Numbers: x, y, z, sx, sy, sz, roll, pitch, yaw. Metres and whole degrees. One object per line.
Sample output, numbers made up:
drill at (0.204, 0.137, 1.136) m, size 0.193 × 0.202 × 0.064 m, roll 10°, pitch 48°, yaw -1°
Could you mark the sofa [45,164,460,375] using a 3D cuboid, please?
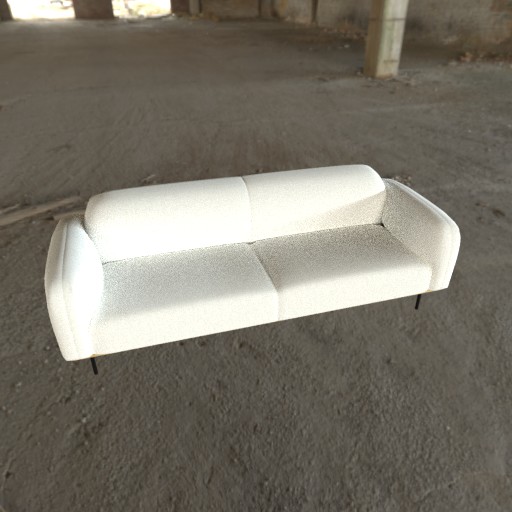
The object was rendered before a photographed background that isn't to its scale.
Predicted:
sofa at (0.000, 0.000, 2.680) m, size 2.280 × 0.780 × 0.870 m, roll -9°, pitch 32°, yaw -14°
